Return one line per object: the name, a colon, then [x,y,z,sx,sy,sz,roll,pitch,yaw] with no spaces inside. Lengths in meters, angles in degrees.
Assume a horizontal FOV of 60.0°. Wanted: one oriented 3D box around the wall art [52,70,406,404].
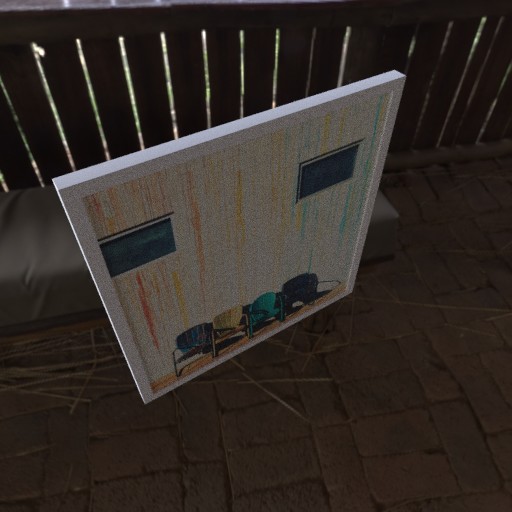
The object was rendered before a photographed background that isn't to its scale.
wall art: [0.000,0.000,1.125,0.760,0.760,0.036,-25,51,-21]
